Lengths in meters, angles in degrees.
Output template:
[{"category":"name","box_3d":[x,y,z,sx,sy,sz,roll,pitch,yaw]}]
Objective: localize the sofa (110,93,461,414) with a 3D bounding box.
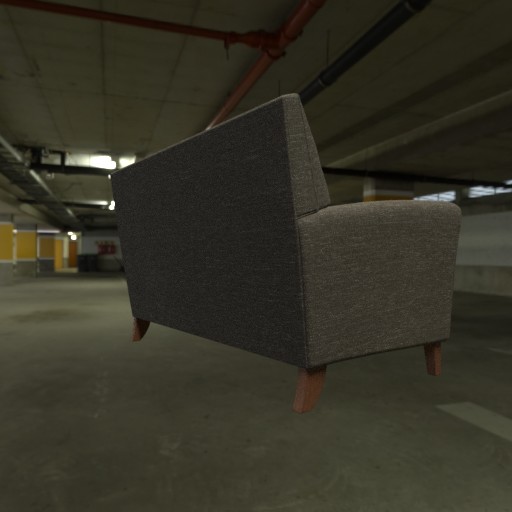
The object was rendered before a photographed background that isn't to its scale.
[{"category":"sofa","box_3d":[0.000,0.000,2.020,0.867,0.905,1.509,0,0,-36]}]
